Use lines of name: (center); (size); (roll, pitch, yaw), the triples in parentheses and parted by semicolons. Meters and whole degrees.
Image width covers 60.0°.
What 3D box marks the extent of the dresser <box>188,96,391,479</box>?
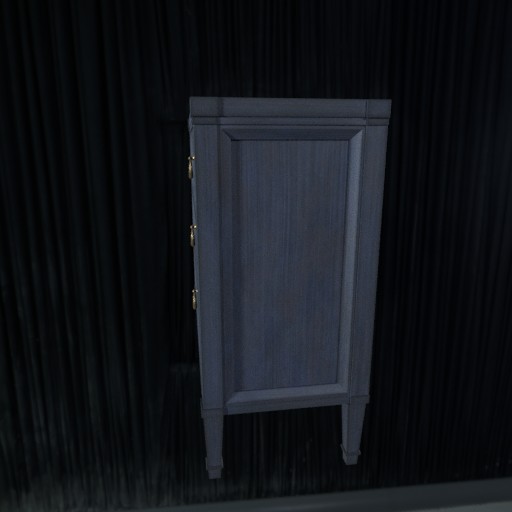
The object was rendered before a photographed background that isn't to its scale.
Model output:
dresser: (0.000, 0.000, 1.600); (0.463, 0.986, 1.049); (-2, 15, -8)
